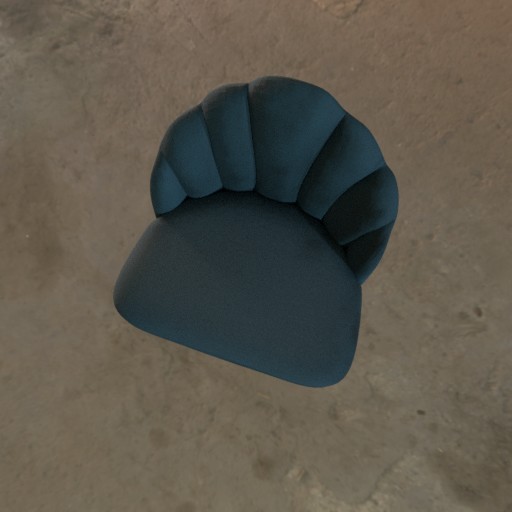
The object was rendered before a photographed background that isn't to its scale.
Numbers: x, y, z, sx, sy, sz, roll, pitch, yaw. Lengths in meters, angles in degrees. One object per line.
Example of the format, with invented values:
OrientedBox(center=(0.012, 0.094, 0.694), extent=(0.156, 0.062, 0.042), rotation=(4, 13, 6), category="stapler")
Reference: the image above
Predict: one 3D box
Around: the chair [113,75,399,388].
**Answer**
OrientedBox(center=(0.000, 0.000, 1.254), extent=(0.657, 0.819, 0.599), rotation=(18, 76, 5), category="chair")
